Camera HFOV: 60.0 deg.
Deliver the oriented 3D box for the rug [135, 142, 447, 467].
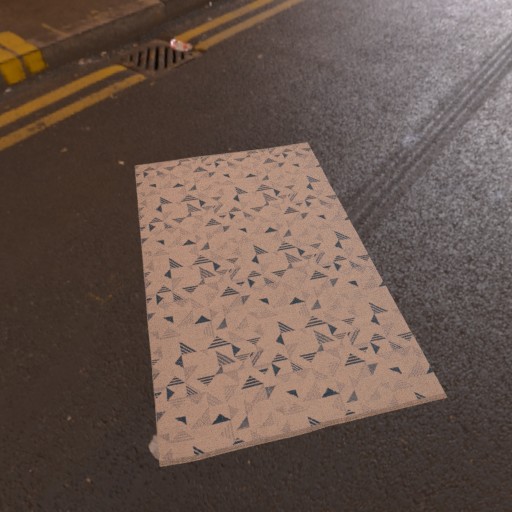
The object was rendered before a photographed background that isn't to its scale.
[{"bbox_3d":[0.000,0.000,3.025,1.512,0.009,2.457,-10,49,-9],"label":"rug"}]
